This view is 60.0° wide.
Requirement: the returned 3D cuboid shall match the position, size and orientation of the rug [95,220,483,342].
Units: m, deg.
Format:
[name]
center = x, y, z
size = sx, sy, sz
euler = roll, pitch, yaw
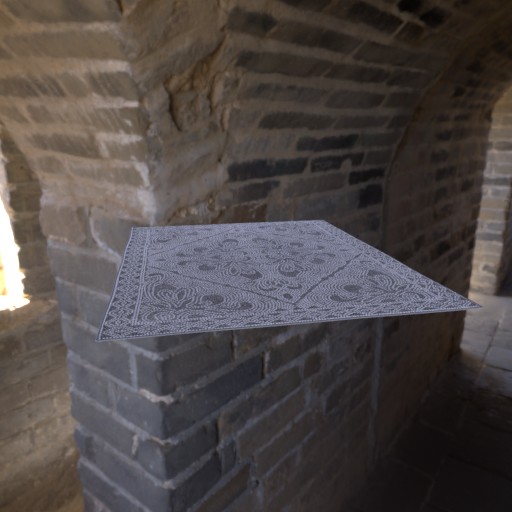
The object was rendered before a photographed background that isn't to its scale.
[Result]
[rug]
center = 0.000, 0.000, 4.085
size = 2.438, 0.012, 3.048
euler = -3, 16, -11
